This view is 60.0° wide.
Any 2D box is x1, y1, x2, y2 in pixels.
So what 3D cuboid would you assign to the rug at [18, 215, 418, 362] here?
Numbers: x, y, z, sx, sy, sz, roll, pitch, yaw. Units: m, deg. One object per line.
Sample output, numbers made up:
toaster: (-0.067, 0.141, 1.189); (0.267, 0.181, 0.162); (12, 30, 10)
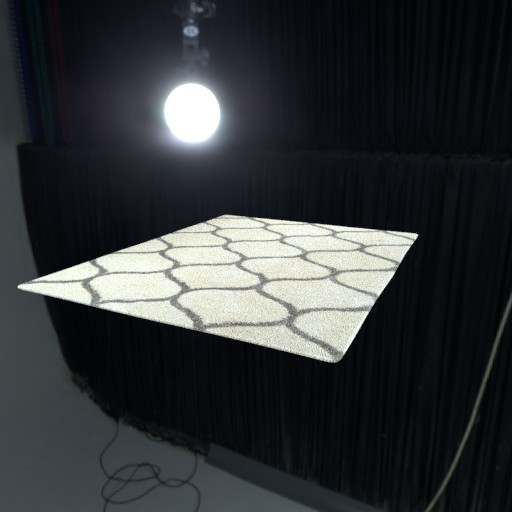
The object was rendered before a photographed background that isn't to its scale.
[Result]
rug: (0.000, 0.000, 3.980); (2.399, 0.026, 3.000); (8, 18, 25)
